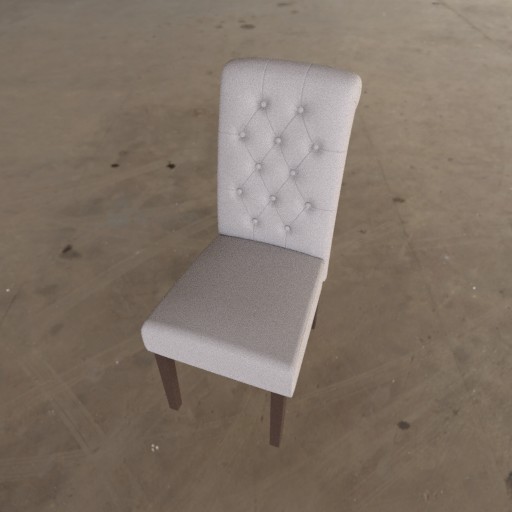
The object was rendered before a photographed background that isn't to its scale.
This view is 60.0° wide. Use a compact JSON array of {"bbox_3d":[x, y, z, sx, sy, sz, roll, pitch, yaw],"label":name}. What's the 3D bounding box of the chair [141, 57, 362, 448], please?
[{"bbox_3d":[0.000,0.000,1.389,0.456,1.006,0.671,14,43,15],"label":"chair"}]
